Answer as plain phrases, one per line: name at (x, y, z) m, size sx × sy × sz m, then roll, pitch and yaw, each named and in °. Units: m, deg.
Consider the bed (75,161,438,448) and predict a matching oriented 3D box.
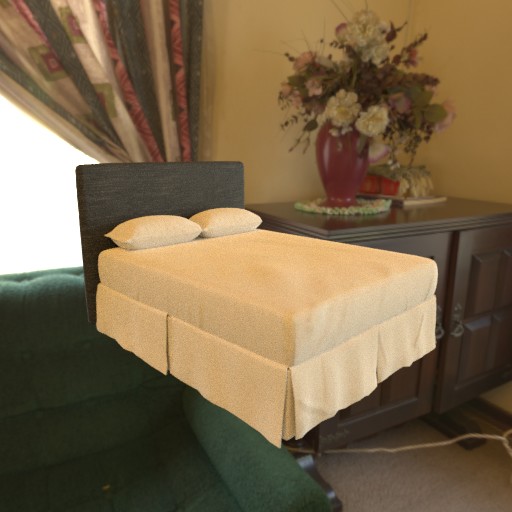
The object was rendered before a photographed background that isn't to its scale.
bed at (0.000, 0.000, 3.260) m, size 1.723 × 1.330 × 2.142 m, roll -13°, pitch 18°, yaw -43°
